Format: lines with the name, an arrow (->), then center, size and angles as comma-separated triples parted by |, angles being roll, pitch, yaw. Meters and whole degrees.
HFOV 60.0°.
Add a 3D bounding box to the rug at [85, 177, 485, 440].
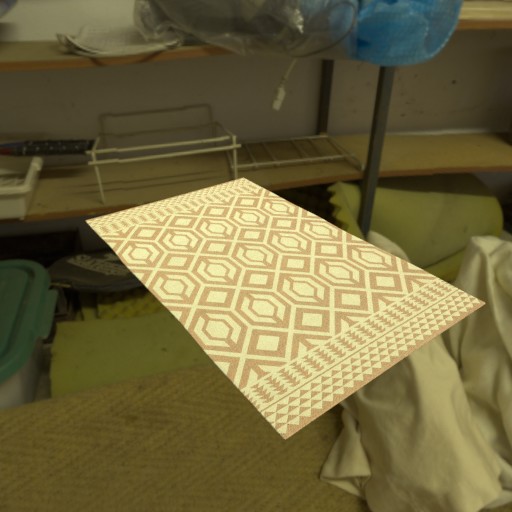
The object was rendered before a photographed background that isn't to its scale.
rug -> 0.000, 0.000, 3.019 | 1.526, 0.011, 2.435 | -21, 37, -31
